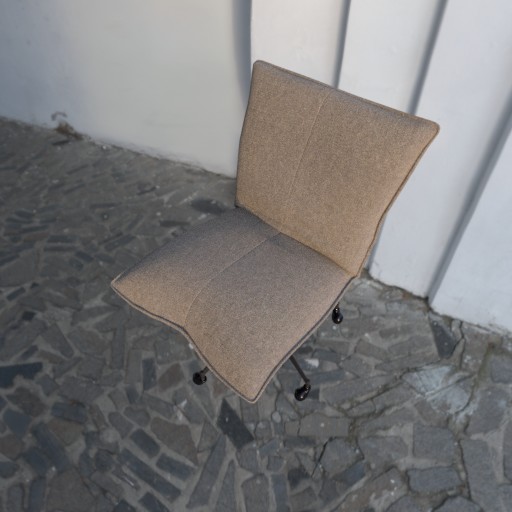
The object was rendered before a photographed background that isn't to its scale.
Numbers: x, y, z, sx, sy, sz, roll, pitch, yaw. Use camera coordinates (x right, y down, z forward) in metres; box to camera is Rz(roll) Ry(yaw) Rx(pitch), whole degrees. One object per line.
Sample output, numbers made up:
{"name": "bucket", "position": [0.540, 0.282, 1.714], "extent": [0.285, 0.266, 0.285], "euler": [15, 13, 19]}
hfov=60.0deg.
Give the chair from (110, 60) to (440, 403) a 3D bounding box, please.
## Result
{"name": "chair", "position": [0.000, 0.000, 1.316], "extent": [0.597, 0.811, 0.696], "euler": [33, 55, 27]}
